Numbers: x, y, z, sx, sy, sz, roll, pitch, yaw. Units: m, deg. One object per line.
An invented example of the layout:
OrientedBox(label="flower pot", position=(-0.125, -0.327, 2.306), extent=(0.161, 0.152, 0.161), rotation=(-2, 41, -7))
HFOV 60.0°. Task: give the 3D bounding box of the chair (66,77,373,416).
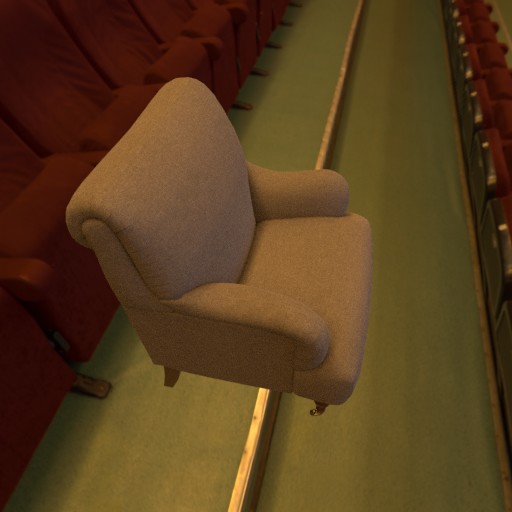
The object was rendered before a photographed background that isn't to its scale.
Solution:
OrientedBox(label="chair", position=(0.000, 0.000, 1.565), extent=(0.843, 0.942, 0.766), rotation=(10, 47, 9))
